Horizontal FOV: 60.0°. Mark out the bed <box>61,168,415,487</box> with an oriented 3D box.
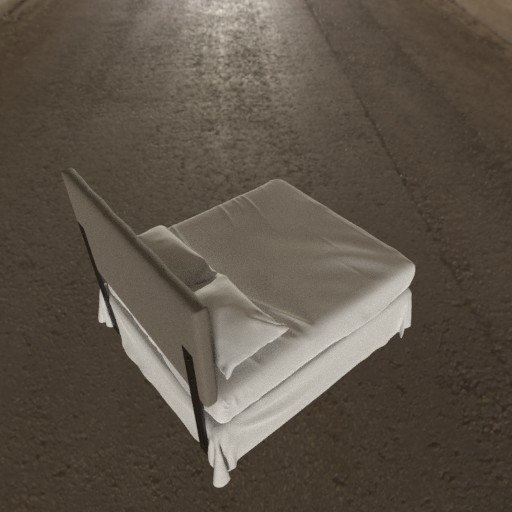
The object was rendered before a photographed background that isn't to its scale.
[{"bbox_3d":[0.000,0.000,3.479,2.222,1.577,1.936,-29,49,-28],"label":"bed"}]
